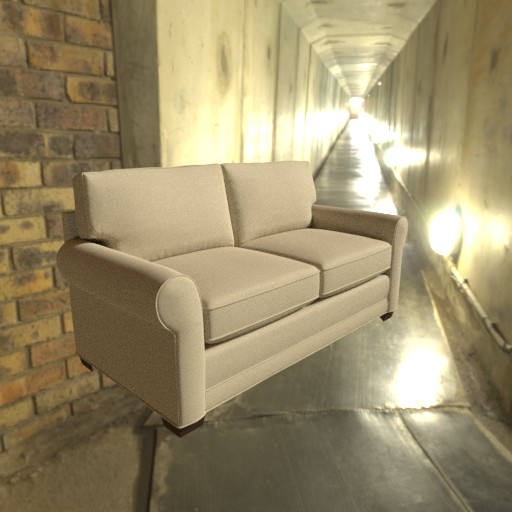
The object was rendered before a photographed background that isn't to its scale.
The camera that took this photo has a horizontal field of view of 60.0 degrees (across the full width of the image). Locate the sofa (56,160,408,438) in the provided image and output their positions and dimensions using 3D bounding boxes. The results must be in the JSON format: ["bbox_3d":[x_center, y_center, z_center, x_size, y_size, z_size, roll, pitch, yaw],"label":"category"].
[{"bbox_3d":[0.000,0.000,2.314,0.861,0.933,1.774,14,20,42],"label":"sofa"}]
